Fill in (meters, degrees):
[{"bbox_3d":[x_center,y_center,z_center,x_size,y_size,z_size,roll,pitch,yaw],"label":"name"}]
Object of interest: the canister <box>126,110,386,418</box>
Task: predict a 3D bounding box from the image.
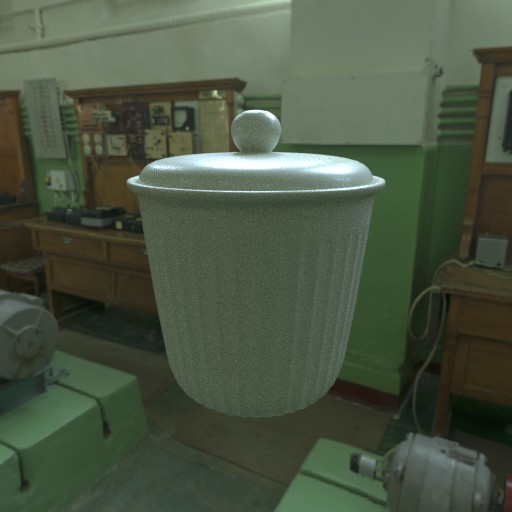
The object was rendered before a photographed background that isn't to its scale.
[{"bbox_3d":[0.000,0.000,0.336,0.181,0.211,0.181,0,15,0],"label":"canister"}]
